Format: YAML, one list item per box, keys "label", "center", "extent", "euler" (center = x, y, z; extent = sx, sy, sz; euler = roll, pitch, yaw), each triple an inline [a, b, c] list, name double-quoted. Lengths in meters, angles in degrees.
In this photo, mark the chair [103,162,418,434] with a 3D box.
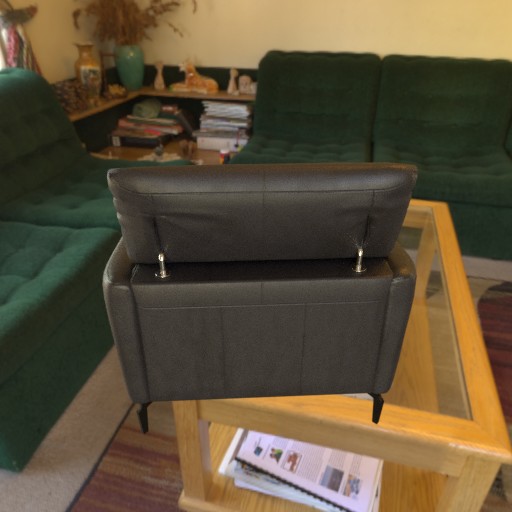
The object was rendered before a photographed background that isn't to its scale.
- label: "chair"
  center: [0.000, 0.000, 1.663]
  extent: [0.976, 0.949, 0.809]
  euler: [-1, 31, -2]
